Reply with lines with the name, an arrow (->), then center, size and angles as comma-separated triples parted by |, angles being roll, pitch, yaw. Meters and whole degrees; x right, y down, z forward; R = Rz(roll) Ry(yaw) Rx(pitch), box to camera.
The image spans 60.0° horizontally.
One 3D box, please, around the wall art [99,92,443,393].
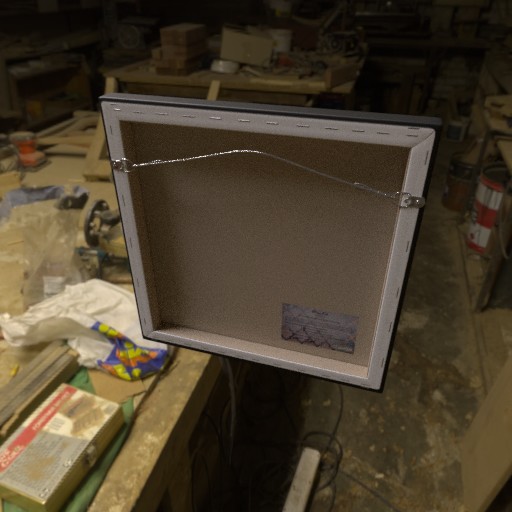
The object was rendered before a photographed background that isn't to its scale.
wall art -> 0.000, 0.000, 0.929 | 0.610, 0.611, 0.043 | 9, 34, 14
